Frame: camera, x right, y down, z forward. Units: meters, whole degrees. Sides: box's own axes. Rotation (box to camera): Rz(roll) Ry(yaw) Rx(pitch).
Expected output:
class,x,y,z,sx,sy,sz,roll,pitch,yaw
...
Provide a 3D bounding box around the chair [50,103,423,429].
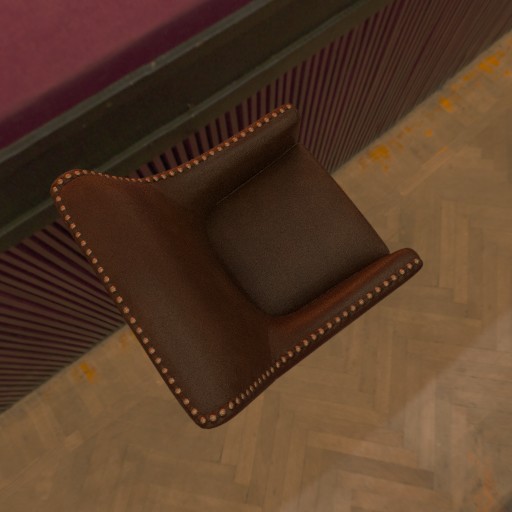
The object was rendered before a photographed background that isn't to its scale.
class,x,y,z,sx,sy,sz,roll,pitch,yaw
chair,0.000,0.000,1.321,0.704,0.813,0.639,-34,78,-9
